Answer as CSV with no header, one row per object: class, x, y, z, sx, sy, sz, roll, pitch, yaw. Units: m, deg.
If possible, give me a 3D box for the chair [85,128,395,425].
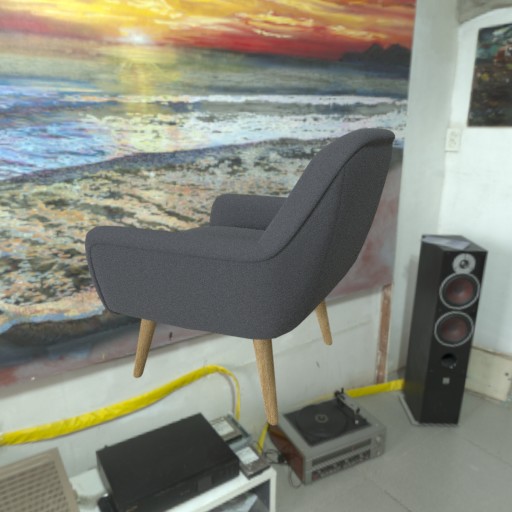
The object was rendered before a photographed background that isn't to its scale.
chair,0.000,0.000,1.443,0.779,0.800,0.770,8,18,25
